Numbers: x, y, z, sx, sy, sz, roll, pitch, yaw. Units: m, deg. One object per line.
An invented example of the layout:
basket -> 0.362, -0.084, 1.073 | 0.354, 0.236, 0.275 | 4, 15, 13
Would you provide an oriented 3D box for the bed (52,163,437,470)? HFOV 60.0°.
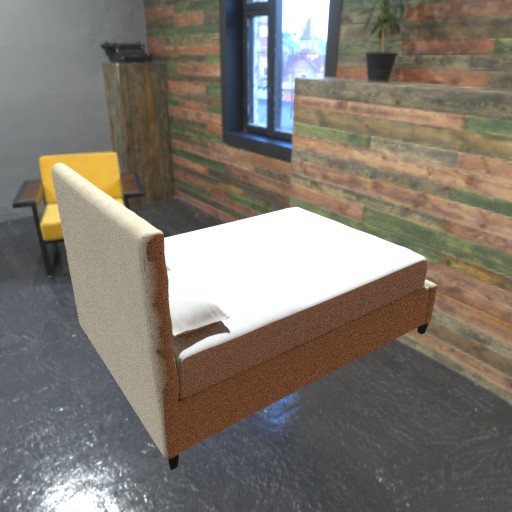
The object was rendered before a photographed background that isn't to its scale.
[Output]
bed -> 0.000, 0.000, 3.407 | 2.387, 1.427, 1.698 | -16, 29, -32
